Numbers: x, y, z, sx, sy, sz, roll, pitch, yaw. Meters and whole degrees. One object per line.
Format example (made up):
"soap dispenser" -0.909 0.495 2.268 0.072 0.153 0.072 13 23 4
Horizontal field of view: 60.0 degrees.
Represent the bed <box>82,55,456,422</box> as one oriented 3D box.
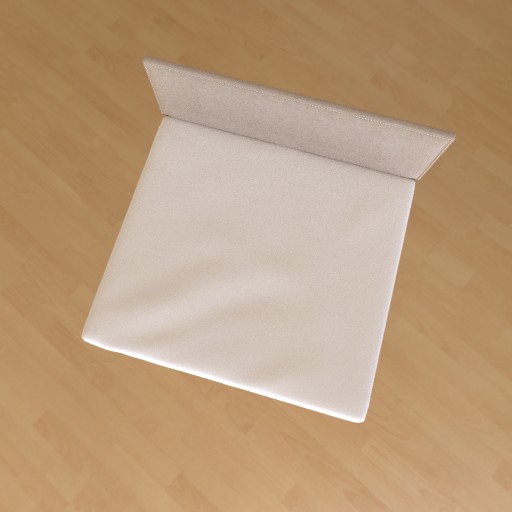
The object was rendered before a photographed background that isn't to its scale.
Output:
"bed" 0.000 0.000 3.280 2.170 1.346 1.914 15 76 4
